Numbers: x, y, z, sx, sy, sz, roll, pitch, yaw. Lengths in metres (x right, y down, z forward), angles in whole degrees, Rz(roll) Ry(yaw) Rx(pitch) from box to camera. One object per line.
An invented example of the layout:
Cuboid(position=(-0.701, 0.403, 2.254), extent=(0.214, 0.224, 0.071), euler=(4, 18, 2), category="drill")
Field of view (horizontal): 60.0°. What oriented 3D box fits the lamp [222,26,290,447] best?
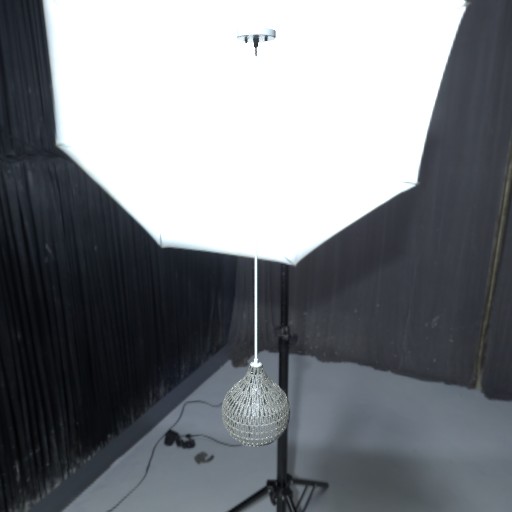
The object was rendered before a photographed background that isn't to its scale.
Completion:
Cuboid(position=(0.000, 0.000, 2.080), extent=(0.355, 1.919, 0.355), euler=(8, 17, 26), category="lamp")
